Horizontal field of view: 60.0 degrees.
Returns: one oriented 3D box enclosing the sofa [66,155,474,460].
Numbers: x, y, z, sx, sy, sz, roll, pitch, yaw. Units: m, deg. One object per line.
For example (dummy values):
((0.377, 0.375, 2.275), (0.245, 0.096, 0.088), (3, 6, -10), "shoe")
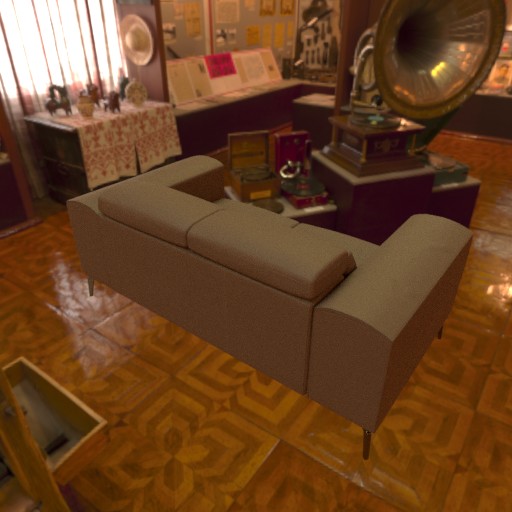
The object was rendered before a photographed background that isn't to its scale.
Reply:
((0.000, 0.000, 2.375), (1.895, 0.779, 1.003), (21, 37, 32), "sofa")
